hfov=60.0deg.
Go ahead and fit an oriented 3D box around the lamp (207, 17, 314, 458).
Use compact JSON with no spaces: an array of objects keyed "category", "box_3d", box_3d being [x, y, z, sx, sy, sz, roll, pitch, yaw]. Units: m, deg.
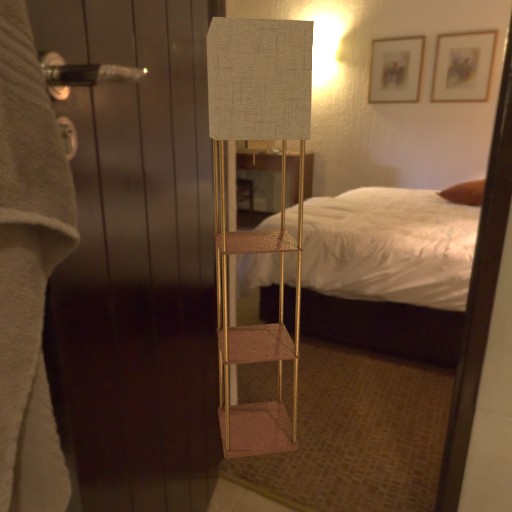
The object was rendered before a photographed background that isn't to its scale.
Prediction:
[{"category":"lamp","box_3d":[0.000,0.000,1.694,0.308,1.569,0.310,-3,17,-9]}]
